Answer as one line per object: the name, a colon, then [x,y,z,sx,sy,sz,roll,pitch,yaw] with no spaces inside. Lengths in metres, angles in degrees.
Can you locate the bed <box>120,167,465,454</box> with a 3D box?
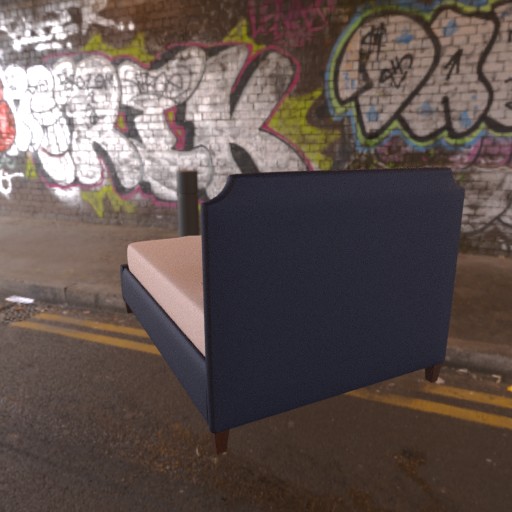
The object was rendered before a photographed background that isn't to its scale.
bed: [0.000,0.000,3.468,1.712,1.443,2.372,-7,16,-26]
